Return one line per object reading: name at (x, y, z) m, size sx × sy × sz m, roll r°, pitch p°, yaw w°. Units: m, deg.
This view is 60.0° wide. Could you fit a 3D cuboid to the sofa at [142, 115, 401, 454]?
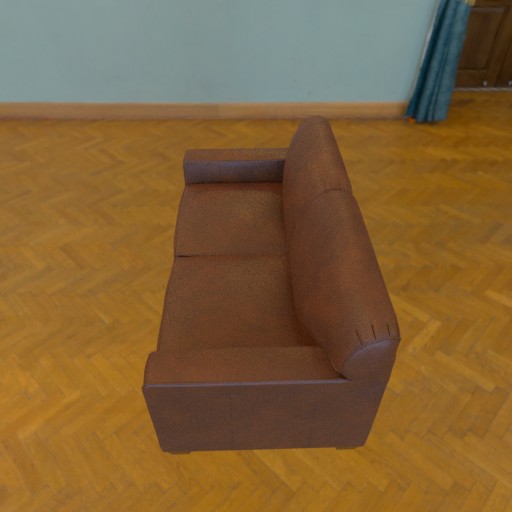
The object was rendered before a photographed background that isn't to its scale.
sofa at (0.000, 0.000, 2.467) m, size 1.000 × 0.966 × 1.856 m, roll -1°, pitch 42°, yaw -1°
